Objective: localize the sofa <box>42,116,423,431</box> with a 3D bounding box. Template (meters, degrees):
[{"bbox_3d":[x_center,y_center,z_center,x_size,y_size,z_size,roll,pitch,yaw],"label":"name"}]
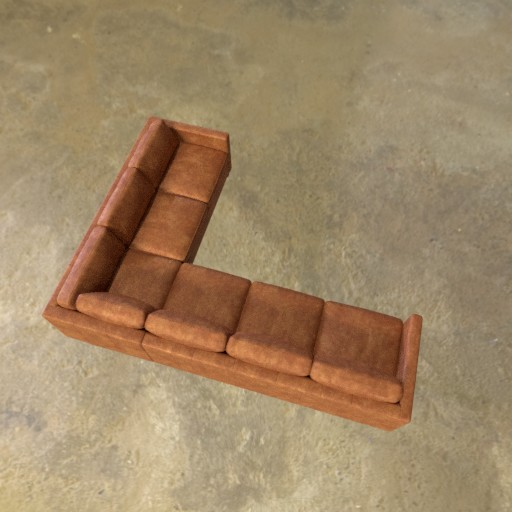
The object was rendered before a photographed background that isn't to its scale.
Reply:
[{"bbox_3d":[0.000,0.000,4.364,3.167,0.838,2.438,14,63,7],"label":"sofa"}]
